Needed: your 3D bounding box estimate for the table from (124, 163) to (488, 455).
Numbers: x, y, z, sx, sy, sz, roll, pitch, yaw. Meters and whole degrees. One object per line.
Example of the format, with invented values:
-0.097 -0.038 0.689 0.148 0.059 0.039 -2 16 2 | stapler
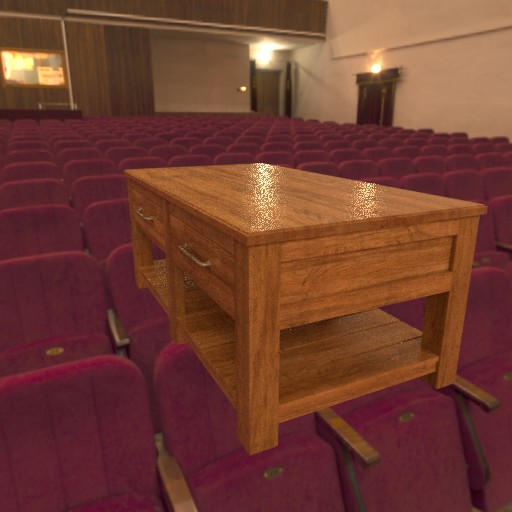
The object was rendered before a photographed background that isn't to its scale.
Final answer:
0.000 0.000 1.459 0.635 0.480 1.150 -8 19 -25 | table
